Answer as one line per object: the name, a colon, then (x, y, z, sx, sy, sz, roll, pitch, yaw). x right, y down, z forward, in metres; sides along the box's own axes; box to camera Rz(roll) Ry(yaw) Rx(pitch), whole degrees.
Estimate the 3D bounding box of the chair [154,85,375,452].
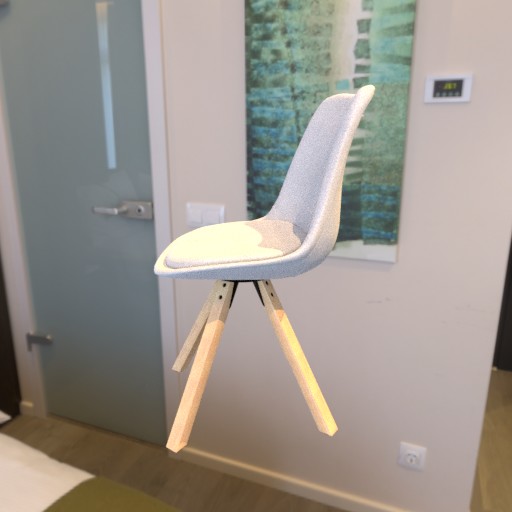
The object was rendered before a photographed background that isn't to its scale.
chair: (0.000, 0.000, 1.215, 0.549, 0.863, 0.474, -2, 15, -8)
